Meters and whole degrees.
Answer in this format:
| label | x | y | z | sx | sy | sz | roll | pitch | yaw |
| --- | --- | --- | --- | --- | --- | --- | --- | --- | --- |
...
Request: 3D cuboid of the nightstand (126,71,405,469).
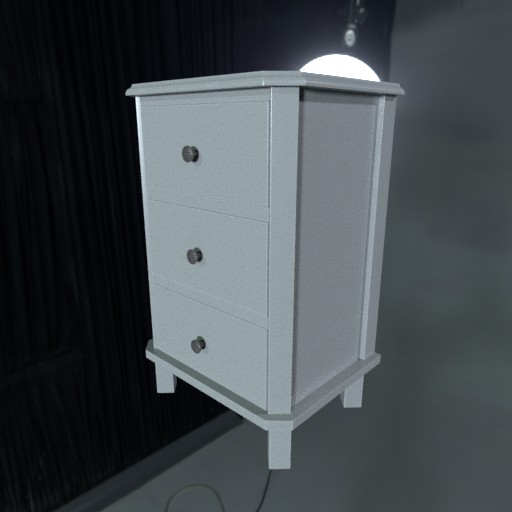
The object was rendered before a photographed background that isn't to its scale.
| label | x | y | z | sx | sy | sz | roll | pitch | yaw |
| --- | --- | --- | --- | --- | --- | --- | --- | --- | --- |
| nightstand | 0.000 | 0.000 | 0.940 | 0.435 | 0.680 | 0.348 | 15 | 22 | 41 |
